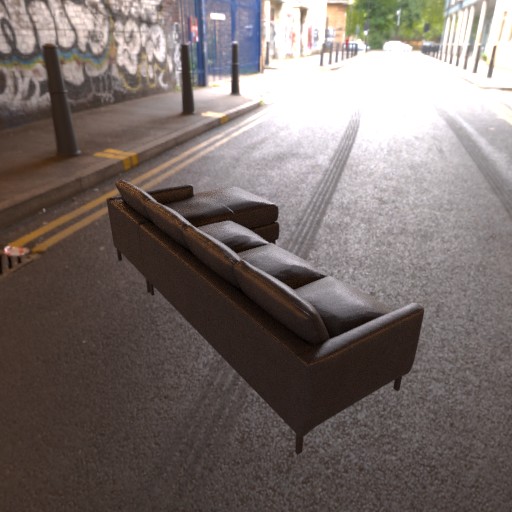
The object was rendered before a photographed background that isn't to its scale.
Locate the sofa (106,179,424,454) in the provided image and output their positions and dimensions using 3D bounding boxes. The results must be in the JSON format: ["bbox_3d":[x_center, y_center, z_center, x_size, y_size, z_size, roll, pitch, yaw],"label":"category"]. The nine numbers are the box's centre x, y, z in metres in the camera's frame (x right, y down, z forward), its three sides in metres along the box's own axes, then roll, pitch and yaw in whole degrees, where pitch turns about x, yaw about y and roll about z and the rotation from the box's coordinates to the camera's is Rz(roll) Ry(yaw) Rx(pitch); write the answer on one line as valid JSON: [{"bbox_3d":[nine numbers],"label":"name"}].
[{"bbox_3d":[0.000,0.000,3.637,1.471,0.859,2.993,-17,31,-31],"label":"sofa"}]
